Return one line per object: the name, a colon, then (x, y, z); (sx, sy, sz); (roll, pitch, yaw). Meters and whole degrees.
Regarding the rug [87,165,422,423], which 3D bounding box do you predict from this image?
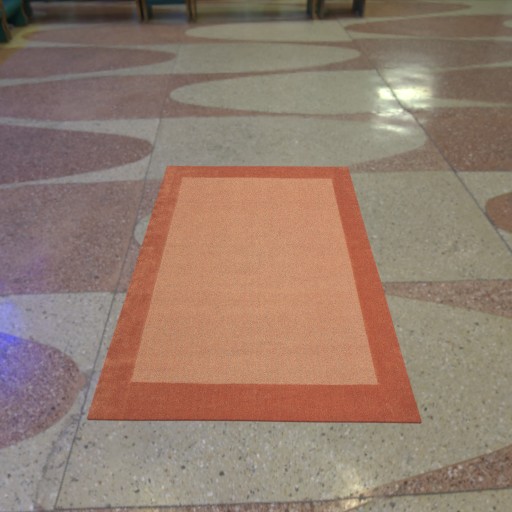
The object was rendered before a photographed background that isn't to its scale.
rug: (0.000, 0.000, 2.298); (1.219, 0.014, 1.829); (0, 41, 0)
